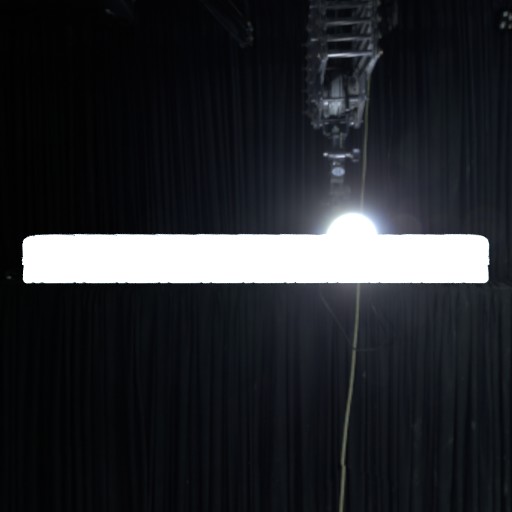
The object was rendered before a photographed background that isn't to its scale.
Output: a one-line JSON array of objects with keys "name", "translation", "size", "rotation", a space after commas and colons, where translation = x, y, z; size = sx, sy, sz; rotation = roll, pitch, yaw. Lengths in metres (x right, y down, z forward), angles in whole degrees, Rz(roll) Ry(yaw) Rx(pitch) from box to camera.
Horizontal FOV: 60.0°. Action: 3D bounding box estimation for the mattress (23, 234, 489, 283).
[{"name": "mattress", "translation": [0.000, 0.000, 2.588], "size": [1.900, 0.200, 1.600], "rotation": [0, 1, 0]}]
